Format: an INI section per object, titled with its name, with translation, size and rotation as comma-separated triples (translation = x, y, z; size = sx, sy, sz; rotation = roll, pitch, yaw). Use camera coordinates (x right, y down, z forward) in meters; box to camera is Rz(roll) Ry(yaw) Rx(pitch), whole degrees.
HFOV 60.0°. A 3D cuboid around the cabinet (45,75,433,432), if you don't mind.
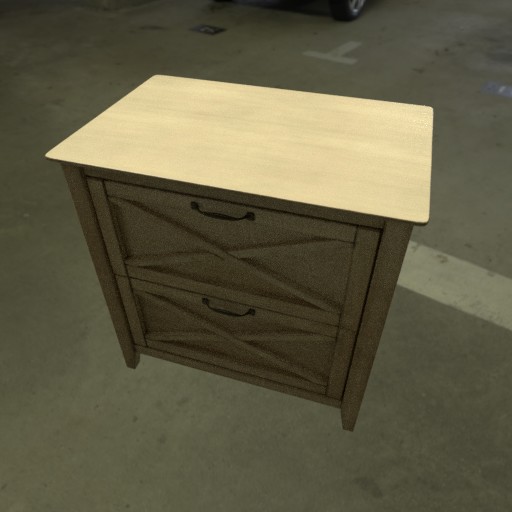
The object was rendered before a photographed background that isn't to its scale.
[cabinet]
translation = 0.000, 0.000, 1.252
size = 0.763, 0.762, 0.503
rotation = 12, 43, 13
